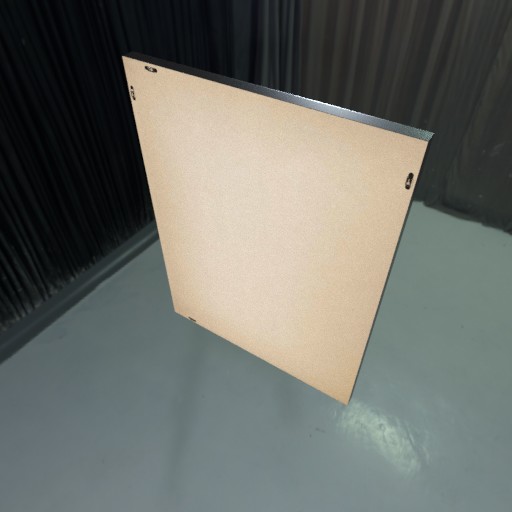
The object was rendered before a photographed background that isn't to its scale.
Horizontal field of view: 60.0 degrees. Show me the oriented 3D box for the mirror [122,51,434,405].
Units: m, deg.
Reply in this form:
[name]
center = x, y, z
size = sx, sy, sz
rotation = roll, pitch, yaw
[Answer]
[mirror]
center = 0.000, 0.000, 1.317
size = 0.762, 1.016, 0.041
rotation = 24, 50, 22
